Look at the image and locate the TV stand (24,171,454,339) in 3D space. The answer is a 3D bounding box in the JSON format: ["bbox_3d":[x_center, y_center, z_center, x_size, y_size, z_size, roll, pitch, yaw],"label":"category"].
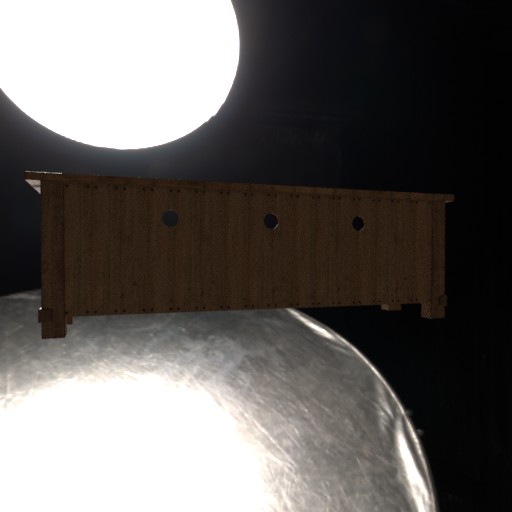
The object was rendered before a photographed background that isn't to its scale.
[{"bbox_3d":[0.000,0.000,1.998,1.804,0.573,0.453,0,0,-18],"label":"TV stand"}]
